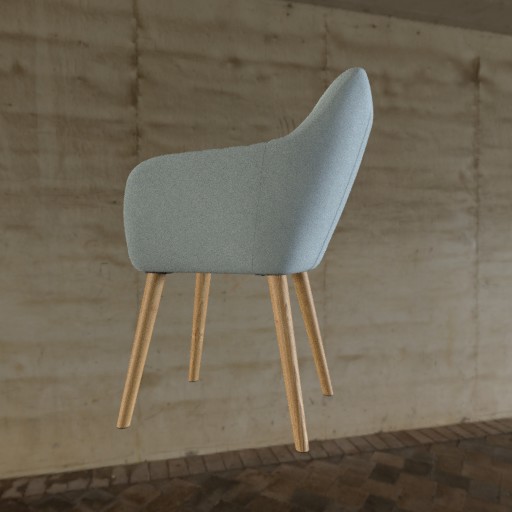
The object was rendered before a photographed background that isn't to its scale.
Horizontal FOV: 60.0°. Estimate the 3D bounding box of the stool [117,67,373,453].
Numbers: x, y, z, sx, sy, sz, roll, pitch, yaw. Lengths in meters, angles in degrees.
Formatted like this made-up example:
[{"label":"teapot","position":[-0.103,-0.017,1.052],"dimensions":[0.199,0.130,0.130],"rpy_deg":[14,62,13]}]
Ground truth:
[{"label":"stool","position":[0.000,0.000,1.173],"dimensions":[0.590,0.830,0.503],"rpy_deg":[0,1,17]}]
